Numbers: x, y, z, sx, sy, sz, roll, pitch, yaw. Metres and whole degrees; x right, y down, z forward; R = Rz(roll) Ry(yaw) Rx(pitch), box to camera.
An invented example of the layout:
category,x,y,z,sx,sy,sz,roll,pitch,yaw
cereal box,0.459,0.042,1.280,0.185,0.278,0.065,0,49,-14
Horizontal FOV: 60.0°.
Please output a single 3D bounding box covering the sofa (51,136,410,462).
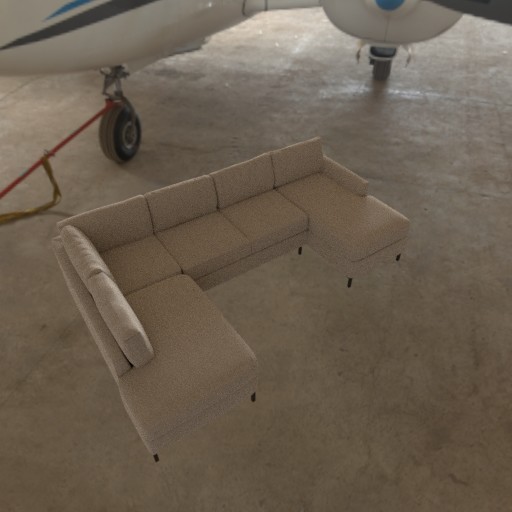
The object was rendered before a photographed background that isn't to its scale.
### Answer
category,x,y,z,sx,sy,sz,roll,pitch,yaw
sofa,0.000,0.000,3.890,2.984,0.862,1.989,-24,47,-25
